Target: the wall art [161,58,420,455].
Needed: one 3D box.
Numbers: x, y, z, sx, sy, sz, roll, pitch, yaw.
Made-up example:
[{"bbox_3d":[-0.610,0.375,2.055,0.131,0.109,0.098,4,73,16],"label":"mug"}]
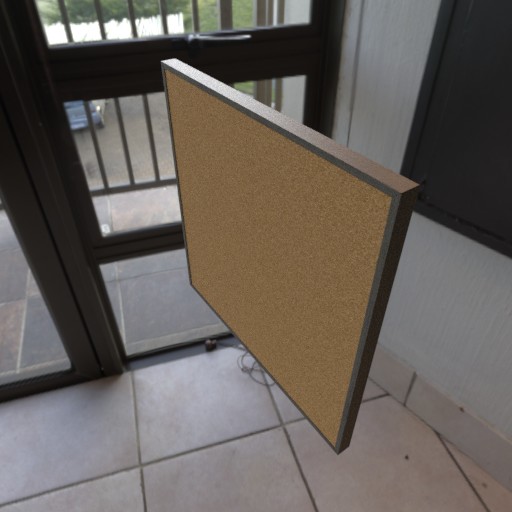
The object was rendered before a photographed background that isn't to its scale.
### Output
[{"bbox_3d":[0.000,0.000,1.108,0.039,0.758,0.758,-24,45,-26],"label":"wall art"}]
